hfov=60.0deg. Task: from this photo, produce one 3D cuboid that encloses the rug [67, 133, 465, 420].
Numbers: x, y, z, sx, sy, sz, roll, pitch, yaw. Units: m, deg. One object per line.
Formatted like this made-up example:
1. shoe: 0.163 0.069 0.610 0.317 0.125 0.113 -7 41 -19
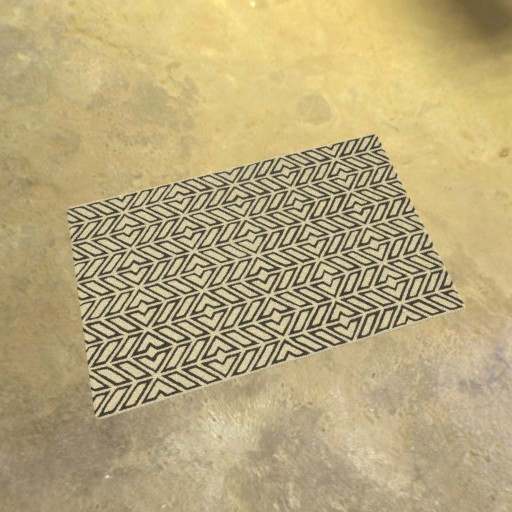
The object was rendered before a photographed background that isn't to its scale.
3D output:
1. rug: 0.000 0.000 3.078 2.438 0.008 1.523 -15 66 -7
